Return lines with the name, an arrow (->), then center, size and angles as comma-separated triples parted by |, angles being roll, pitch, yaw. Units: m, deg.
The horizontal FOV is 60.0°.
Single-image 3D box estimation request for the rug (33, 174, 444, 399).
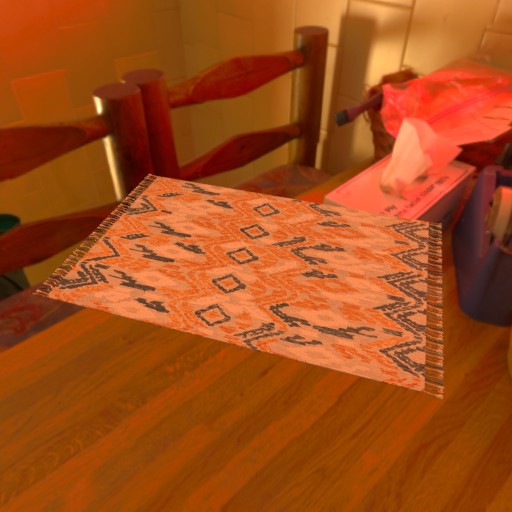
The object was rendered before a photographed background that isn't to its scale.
rug -> 0.000, 0.000, 3.023 | 2.428, 0.010, 1.533 | 11, 42, 13
